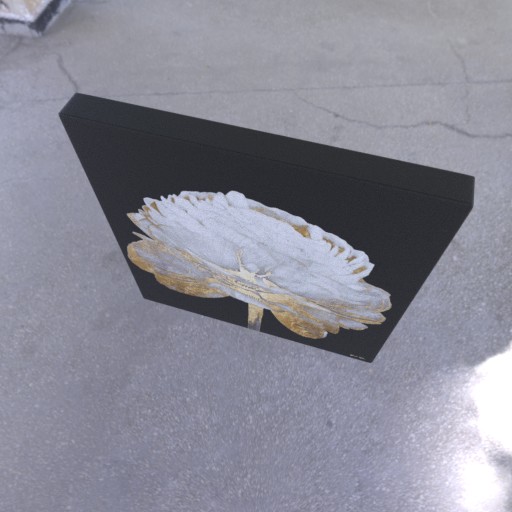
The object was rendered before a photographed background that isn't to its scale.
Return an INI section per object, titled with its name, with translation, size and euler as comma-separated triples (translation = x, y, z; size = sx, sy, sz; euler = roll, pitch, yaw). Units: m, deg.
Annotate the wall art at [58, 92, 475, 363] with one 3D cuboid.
[wall art]
translation = 0.000, 0.000, 0.594
size = 0.406, 0.407, 0.041
euler = 14, 58, 9
